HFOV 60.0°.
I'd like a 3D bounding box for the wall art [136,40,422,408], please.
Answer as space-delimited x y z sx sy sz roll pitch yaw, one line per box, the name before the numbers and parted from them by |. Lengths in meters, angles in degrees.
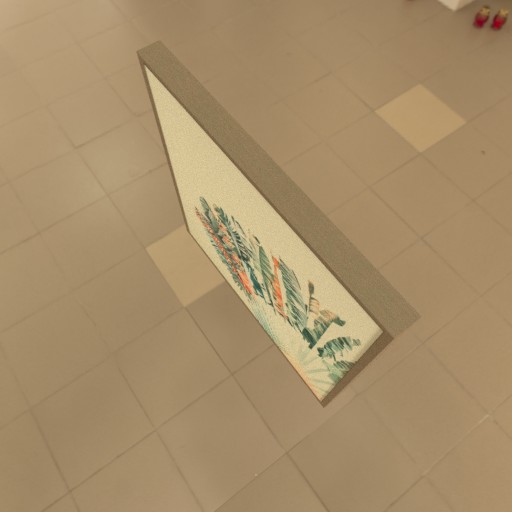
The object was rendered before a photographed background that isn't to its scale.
wall art | 0.000 0.000 0.758 0.038 0.506 0.508 -34 68 -15
